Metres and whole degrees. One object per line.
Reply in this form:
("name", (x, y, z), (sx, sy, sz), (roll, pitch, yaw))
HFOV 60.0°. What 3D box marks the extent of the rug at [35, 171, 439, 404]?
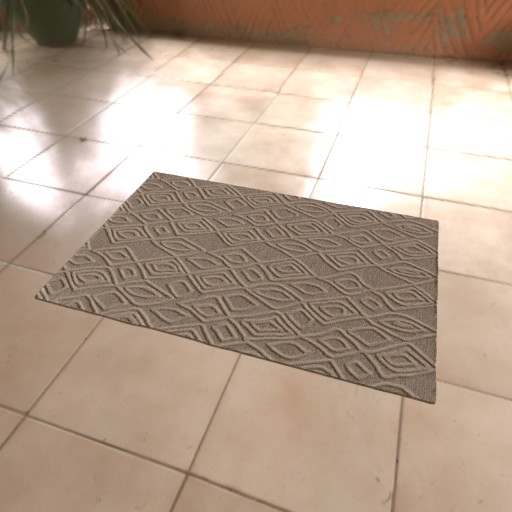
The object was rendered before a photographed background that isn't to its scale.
("rug", (0.000, 0.000, 2.332), (1.832, 0.016, 1.224), (12, 43, 13))
